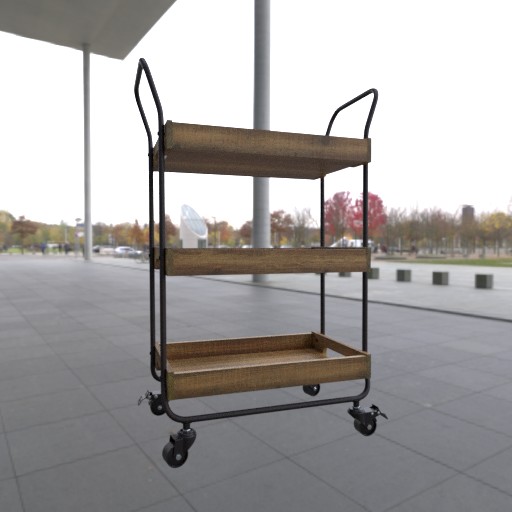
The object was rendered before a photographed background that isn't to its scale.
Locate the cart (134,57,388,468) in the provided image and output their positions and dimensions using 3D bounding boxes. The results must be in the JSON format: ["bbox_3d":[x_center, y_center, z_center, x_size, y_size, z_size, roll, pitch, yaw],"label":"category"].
[{"bbox_3d":[0.000,0.000,1.124,0.583,0.857,0.339,0,1,-19],"label":"cart"}]
